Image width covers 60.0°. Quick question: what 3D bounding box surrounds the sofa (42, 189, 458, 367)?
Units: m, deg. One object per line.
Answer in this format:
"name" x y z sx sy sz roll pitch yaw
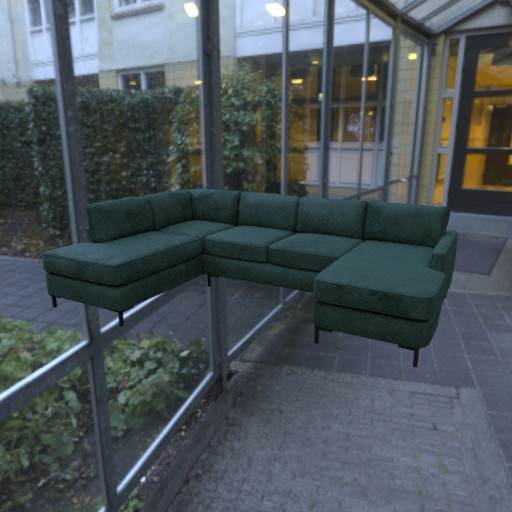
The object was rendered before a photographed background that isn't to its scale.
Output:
"sofa" 0.000 0.000 3.766 2.994 0.861 1.992 8 17 28
